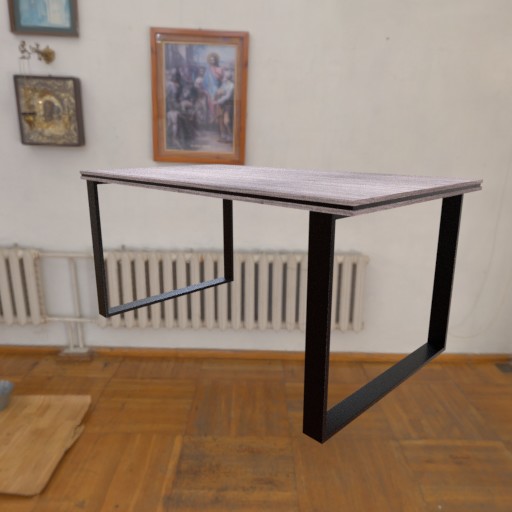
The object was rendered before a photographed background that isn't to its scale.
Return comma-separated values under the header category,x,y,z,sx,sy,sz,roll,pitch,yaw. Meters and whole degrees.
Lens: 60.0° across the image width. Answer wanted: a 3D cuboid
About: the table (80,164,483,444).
category,x,y,z,sx,sy,sz,roll,pitch,yaw
table,0.000,0.000,2.031,0.881,0.736,1.579,-14,20,-43
